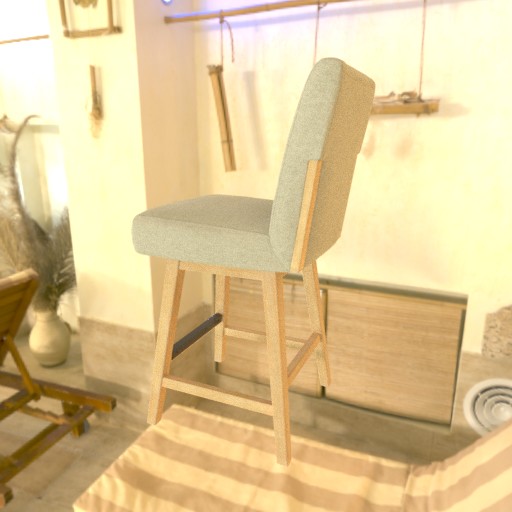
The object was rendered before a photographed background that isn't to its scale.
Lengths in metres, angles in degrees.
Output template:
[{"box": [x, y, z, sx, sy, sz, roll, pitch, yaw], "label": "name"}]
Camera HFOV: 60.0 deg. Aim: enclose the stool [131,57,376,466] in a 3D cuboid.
[{"box": [0.000, 0.000, 1.409, 0.606, 1.085, 0.507, 7, 17, 23], "label": "stool"}]
